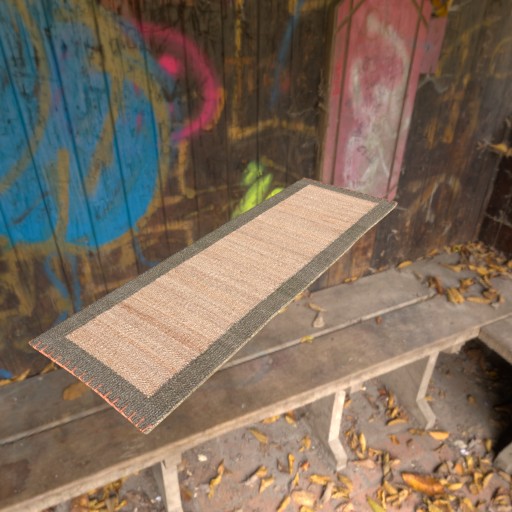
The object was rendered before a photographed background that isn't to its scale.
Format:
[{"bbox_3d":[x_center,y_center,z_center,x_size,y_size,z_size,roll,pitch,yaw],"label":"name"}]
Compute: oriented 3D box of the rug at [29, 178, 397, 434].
[{"bbox_3d":[0.000,0.000,2.621,0.810,0.016,2.413,22,38,30],"label":"rug"}]
